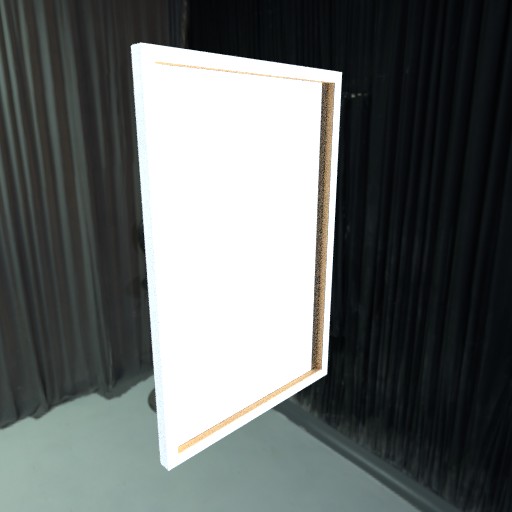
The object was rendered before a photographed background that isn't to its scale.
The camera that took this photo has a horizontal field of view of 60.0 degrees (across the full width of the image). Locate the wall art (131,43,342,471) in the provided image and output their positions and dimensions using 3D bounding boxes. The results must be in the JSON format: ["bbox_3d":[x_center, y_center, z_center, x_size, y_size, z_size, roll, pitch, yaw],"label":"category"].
[{"bbox_3d":[0.000,0.000,1.125,0.607,0.912,0.038,-15,22,-42],"label":"wall art"}]
